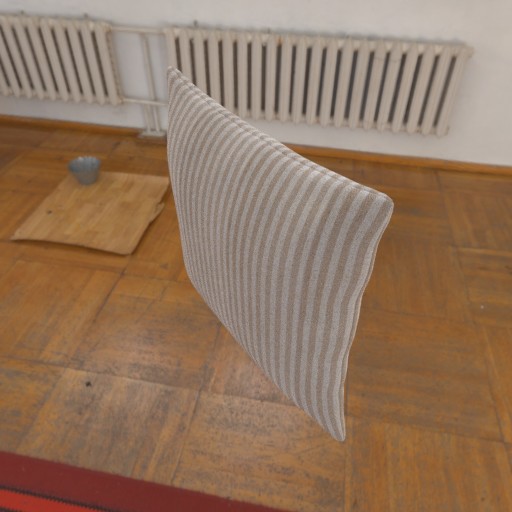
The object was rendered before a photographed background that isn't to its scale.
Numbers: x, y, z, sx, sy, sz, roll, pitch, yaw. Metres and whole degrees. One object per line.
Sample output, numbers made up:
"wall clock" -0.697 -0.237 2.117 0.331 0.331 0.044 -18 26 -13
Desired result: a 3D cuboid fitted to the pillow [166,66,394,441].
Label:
"pillow" 0.000 0.000 0.778 0.166 0.510 0.523 -24 46 -26
